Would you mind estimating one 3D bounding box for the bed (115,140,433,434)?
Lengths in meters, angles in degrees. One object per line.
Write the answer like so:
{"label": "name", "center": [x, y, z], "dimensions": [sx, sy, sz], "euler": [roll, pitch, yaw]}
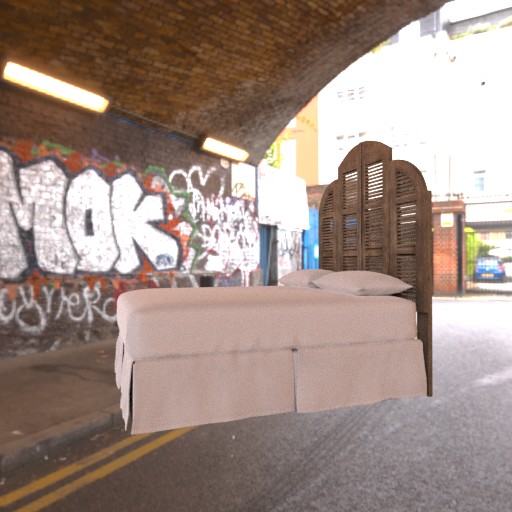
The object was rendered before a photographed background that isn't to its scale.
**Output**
{"label": "bed", "center": [0.000, 0.000, 3.578], "dimensions": [2.138, 2.019, 1.713], "euler": [0, -1, -19]}
